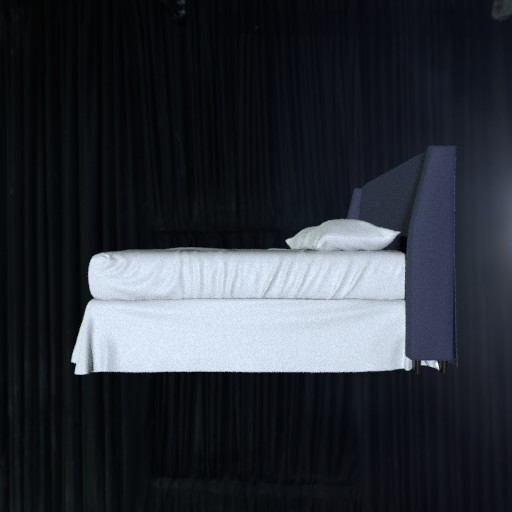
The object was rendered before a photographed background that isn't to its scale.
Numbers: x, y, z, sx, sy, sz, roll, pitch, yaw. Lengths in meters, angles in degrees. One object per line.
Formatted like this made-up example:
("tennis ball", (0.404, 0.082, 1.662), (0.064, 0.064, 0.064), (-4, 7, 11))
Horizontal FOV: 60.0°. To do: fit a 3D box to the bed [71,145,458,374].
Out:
("bed", (0.000, 0.000, 3.445), (2.276, 1.332, 1.925), (0, 1, -1))
